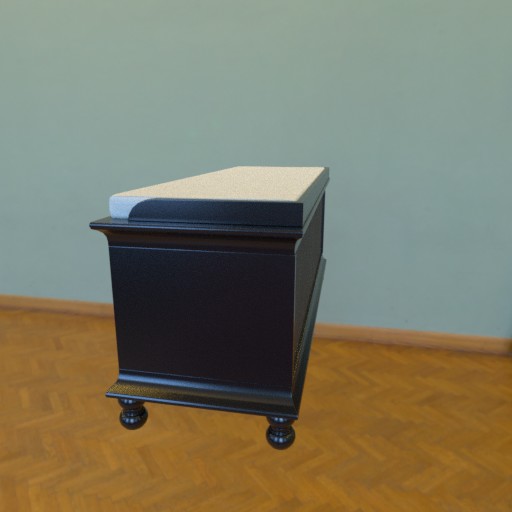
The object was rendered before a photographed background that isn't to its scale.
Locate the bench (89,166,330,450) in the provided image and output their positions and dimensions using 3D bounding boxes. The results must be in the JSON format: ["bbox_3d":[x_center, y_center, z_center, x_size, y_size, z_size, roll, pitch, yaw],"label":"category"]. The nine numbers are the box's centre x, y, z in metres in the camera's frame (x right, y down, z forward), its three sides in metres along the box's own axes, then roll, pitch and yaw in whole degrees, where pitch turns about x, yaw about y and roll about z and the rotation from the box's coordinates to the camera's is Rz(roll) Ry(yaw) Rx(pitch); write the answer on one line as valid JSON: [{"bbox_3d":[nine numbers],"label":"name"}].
[{"bbox_3d":[0.000,0.000,1.406,0.402,0.501,1.185,3,15,11],"label":"bench"}]
